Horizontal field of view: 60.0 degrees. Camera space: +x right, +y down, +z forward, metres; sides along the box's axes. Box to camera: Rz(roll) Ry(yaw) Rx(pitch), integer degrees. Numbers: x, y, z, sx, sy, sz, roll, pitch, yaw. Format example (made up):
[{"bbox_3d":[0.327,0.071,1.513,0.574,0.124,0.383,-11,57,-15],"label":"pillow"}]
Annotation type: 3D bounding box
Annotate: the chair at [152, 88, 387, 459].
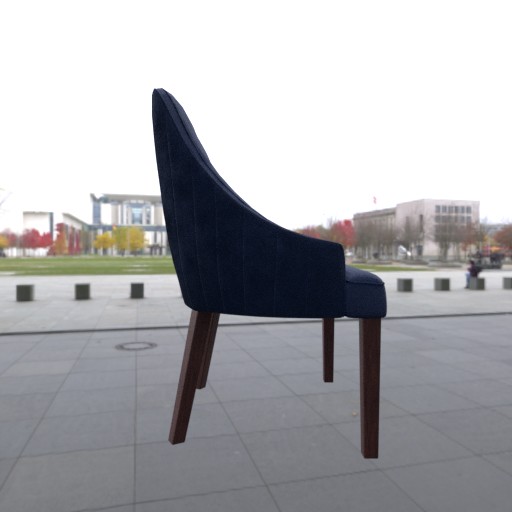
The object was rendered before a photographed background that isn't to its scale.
[{"bbox_3d":[0.000,0.000,1.273,0.575,0.889,0.643,0,0,0],"label":"chair"}]
